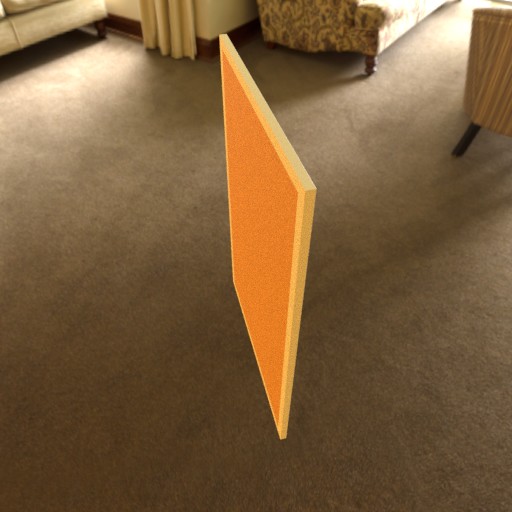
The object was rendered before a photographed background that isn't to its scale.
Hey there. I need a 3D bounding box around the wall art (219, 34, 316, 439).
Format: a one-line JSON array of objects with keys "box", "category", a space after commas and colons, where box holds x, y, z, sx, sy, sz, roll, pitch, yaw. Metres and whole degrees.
[{"box": [0.000, 0.000, 0.855, 0.013, 0.656, 0.456, -11, 47, -10], "category": "wall art"}]
